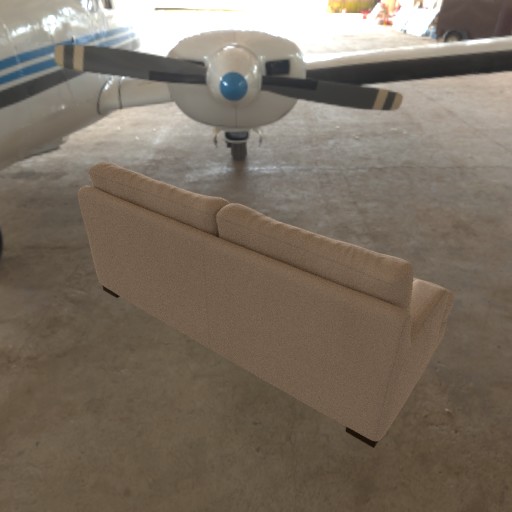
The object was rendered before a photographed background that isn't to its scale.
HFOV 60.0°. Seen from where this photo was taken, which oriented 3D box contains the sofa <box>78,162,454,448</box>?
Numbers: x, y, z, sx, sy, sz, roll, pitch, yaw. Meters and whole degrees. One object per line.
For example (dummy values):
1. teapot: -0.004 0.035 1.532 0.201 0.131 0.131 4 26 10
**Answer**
1. sofa: 0.000 0.000 2.671 2.147 0.925 0.929 22 37 32
